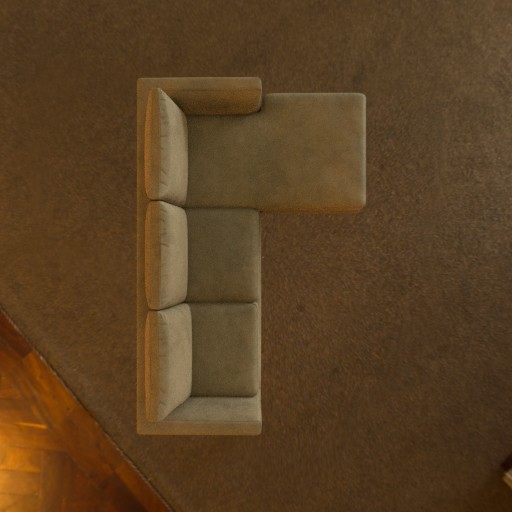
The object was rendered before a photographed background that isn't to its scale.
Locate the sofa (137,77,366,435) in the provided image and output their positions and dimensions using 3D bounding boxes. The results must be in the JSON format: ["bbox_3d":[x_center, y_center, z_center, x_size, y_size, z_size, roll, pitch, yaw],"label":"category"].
[{"bbox_3d":[0.000,0.000,3.257,1.622,0.987,2.438,0,90,1],"label":"sofa"}]
